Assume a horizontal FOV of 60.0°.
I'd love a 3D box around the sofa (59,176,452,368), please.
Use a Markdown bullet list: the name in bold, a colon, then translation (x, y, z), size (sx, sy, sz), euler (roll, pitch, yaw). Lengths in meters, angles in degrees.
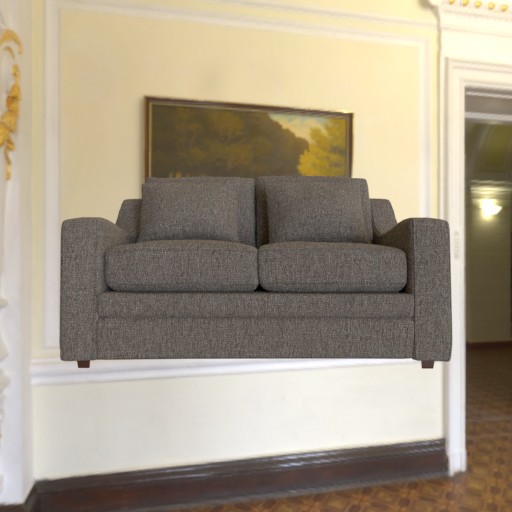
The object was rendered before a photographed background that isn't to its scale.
- **sofa**: translation (0.000, 0.000, 2.453), size (1.778, 0.991, 1.120), euler (0, 0, 0)
